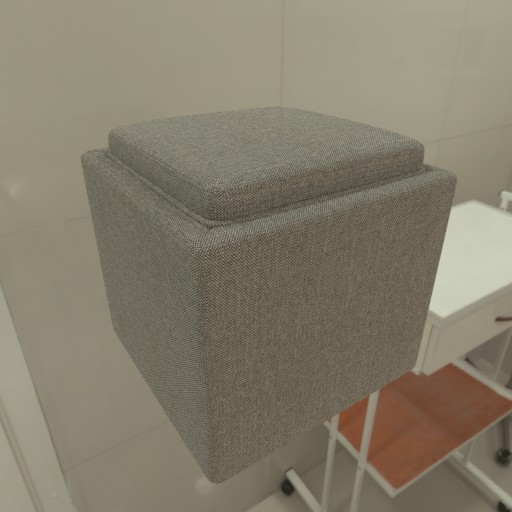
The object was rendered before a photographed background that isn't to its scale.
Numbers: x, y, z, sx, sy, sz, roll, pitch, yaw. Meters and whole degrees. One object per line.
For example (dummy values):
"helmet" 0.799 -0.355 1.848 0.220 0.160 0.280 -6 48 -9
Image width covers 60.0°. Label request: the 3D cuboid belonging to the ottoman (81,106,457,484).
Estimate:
"ottoman" 0.000 0.000 0.800 0.450 0.460 0.450 -18 33 -29
